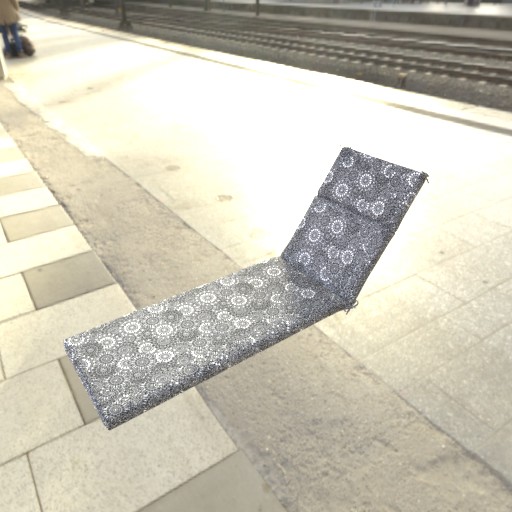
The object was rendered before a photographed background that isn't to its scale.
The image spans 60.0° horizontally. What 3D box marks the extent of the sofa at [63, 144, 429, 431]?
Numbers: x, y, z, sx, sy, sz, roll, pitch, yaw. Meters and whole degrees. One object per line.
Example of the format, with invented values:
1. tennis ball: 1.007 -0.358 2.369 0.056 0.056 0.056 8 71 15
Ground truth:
1. sofa: 0.000 0.000 1.985 1.663 0.622 0.582 -21 37 -30
